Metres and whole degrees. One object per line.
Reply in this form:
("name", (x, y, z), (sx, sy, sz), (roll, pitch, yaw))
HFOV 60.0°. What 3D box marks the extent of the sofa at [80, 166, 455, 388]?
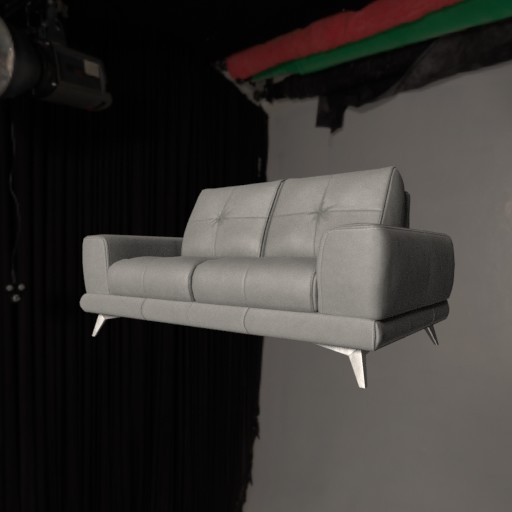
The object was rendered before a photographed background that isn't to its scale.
("sofa", (0.000, 0.000, 2.382), (1.806, 0.907, 1.018), (0, 0, 37))
